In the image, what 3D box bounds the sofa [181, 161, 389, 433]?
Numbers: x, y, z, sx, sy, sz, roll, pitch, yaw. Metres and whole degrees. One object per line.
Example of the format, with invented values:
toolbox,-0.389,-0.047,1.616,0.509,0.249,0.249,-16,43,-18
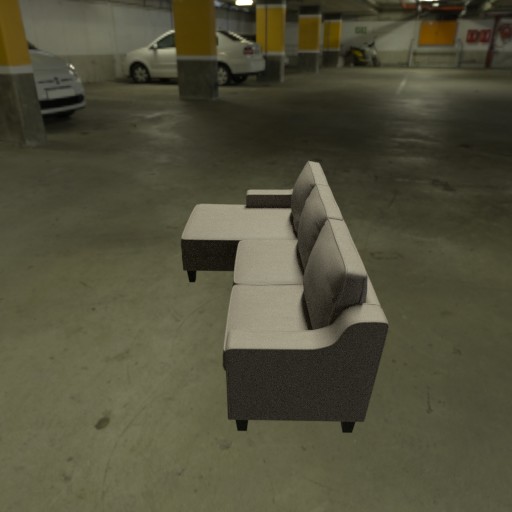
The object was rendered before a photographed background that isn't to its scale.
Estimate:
sofa,0.000,0.000,3.308,1.294,0.928,2.561,1,26,1
